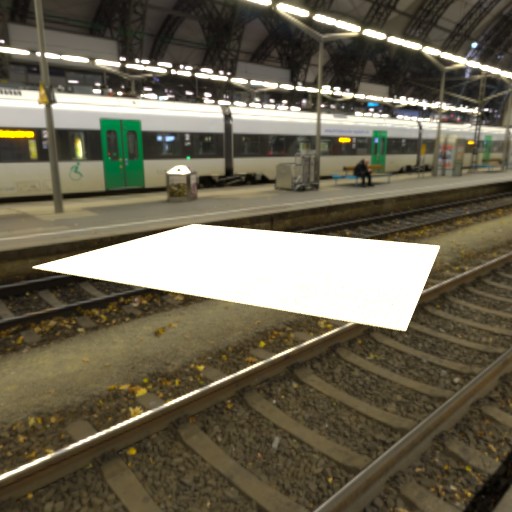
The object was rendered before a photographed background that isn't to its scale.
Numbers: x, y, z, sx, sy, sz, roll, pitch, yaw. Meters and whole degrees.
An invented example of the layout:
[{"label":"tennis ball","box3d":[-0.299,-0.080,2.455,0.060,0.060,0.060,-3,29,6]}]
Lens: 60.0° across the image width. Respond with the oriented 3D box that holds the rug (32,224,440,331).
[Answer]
[{"label":"rug","box3d":[0.000,0.000,4.180,3.050,0.015,2.441,7,15,25]}]
